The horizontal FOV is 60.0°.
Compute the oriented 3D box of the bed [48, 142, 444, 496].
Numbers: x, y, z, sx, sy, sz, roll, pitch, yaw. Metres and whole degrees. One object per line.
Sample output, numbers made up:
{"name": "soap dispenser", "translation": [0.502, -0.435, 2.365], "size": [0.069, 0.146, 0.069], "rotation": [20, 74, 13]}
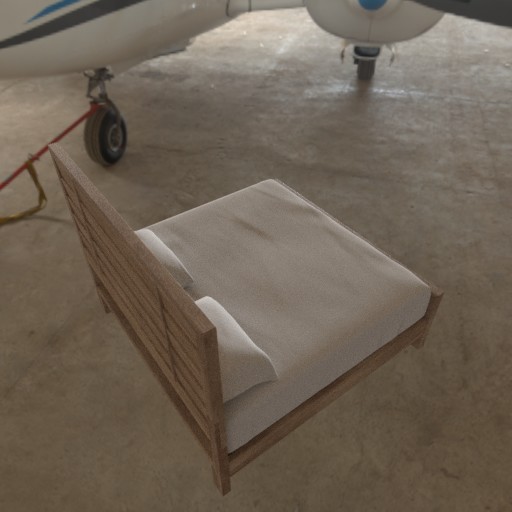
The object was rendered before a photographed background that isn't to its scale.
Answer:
{"name": "bed", "translation": [0.000, 0.000, 3.378], "size": [2.032, 1.626, 2.032], "rotation": [-26, 47, -27]}
